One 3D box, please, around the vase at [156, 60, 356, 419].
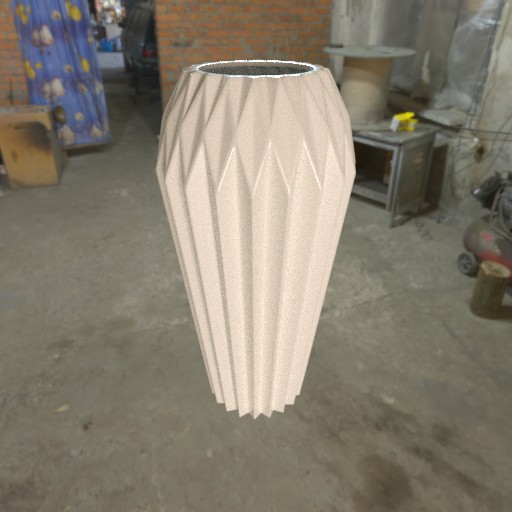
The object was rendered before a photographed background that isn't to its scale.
[{"bbox_3d":[0.000,0.000,0.334,0.133,0.263,0.133,0,30,0],"label":"vase"}]
